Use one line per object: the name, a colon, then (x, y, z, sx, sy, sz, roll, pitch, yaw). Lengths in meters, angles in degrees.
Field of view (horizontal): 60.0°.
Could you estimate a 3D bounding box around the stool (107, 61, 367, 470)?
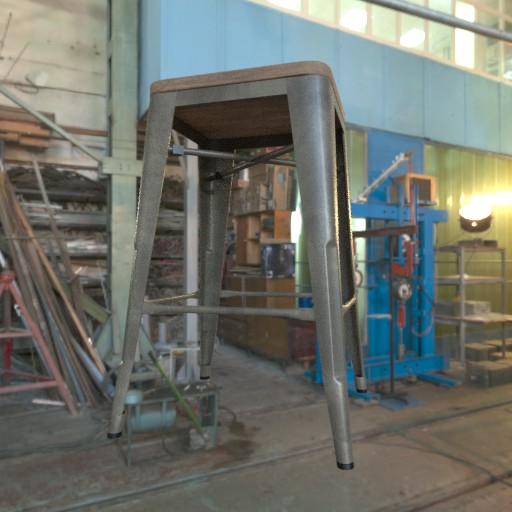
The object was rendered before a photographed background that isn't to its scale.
stool: (0.000, 0.000, 0.876, 0.407, 0.607, 0.407, 0, -1, 17)
